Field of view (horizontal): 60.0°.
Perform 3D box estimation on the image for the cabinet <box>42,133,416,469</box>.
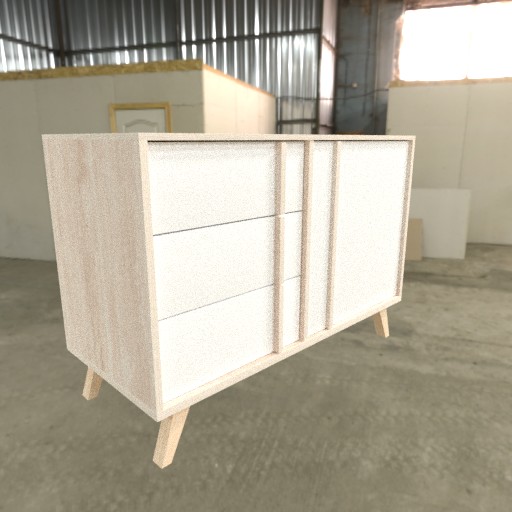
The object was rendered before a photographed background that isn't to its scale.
[{"bbox_3d":[0.000,0.000,1.484,1.110,0.780,0.500,-14,20,-43],"label":"cabinet"}]
